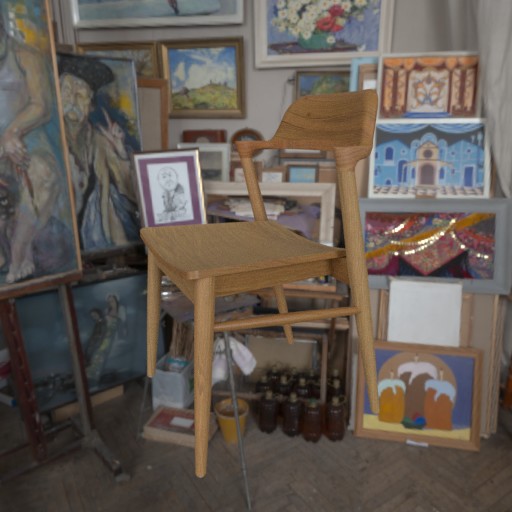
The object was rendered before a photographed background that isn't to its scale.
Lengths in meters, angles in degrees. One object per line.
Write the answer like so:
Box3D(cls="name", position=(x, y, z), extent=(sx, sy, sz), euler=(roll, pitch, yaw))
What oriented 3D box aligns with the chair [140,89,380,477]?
Box3D(cls="chair", position=(0.000, 0.000, 1.119), extent=(0.499, 0.792, 0.512), euler=(-8, 18, -25))
